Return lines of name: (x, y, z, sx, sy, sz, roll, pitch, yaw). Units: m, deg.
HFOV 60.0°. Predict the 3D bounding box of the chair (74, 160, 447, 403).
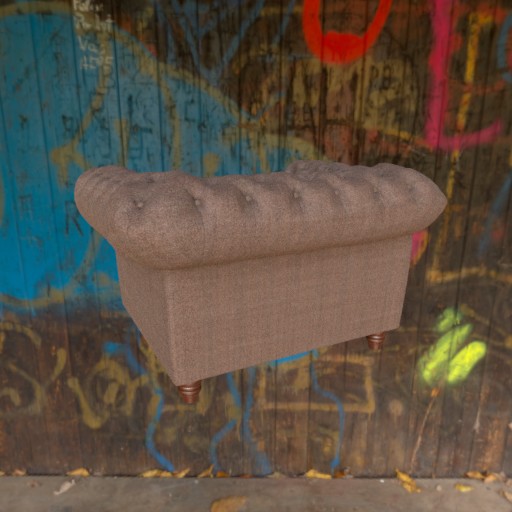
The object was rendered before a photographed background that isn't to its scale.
chair: (0.000, 0.000, 1.870, 1.298, 0.780, 0.945, -8, 17, -27)
